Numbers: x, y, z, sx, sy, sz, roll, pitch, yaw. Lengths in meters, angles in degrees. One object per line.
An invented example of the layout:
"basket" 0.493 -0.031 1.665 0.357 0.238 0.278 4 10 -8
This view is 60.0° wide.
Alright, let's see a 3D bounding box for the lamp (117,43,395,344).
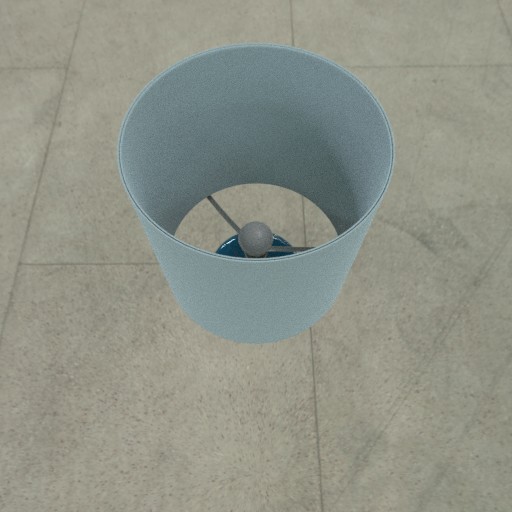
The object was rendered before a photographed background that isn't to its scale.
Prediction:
"lamp" 0.000 0.000 0.479 0.193 0.377 0.193 -33 68 -15
